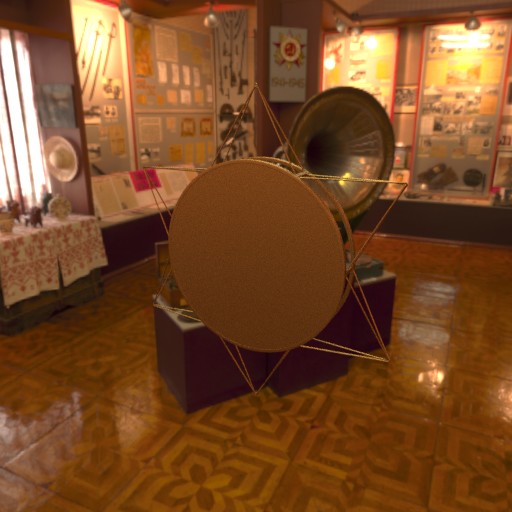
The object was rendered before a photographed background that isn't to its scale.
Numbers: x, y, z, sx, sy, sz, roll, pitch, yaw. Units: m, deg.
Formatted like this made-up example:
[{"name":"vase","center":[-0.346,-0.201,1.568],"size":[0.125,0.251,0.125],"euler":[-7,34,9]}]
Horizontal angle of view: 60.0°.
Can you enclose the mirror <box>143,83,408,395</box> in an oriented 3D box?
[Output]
[{"name":"mirror","center":[0.000,0.000,0.797],"size":[0.498,0.581,0.062],"euler":[9,19,26]}]
